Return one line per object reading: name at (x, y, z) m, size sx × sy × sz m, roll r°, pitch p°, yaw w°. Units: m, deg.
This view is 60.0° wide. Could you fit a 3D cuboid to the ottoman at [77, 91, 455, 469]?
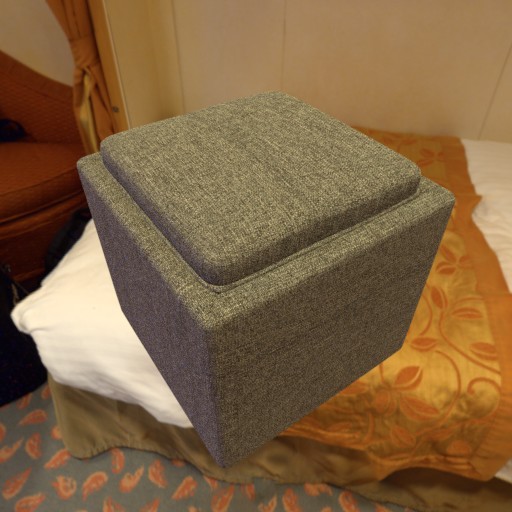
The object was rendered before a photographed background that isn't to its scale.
ottoman at (0.000, 0.000, 0.828) m, size 0.450 × 0.460 × 0.450 m, roll -25°, pitch 48°, yaw -25°
